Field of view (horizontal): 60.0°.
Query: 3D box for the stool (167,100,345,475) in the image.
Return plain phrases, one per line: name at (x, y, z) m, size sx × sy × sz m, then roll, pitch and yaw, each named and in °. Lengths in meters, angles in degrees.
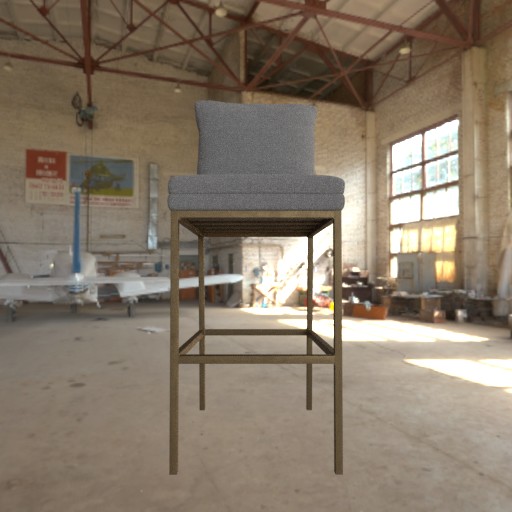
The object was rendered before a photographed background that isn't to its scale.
stool at (0.000, 0.000, 1.416) m, size 0.463 × 1.132 × 0.569 m, roll 0°, pitch -2°, yaw 0°
